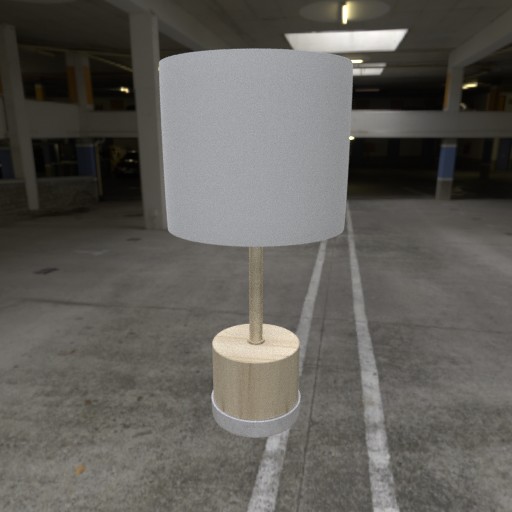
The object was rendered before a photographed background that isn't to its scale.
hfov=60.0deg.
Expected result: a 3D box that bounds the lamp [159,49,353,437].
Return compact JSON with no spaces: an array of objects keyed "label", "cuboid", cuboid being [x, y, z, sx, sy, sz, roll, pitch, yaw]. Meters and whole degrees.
[{"label":"lamp","cuboid":[0.000,0.000,0.591,0.229,0.470,0.229,3,16,10]}]
